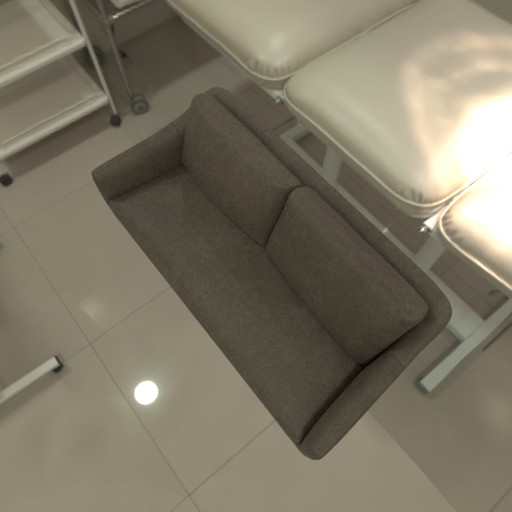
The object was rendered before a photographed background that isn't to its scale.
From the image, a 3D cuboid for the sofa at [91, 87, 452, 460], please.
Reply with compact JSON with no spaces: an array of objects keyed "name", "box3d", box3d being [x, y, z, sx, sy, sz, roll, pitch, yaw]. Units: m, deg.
[{"name":"sofa","box3d":[0.000,0.000,2.562,0.960,0.902,2.036,-36,69,-16]}]
